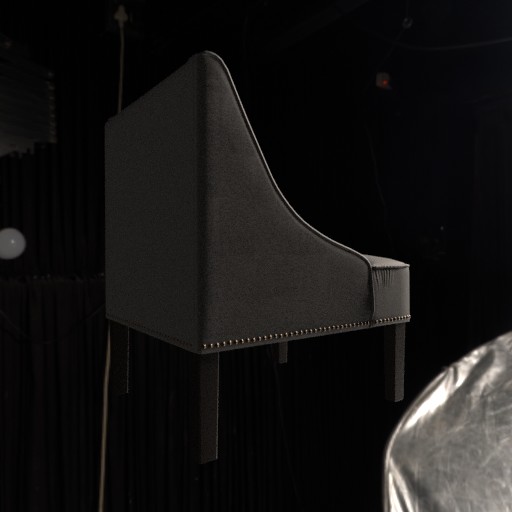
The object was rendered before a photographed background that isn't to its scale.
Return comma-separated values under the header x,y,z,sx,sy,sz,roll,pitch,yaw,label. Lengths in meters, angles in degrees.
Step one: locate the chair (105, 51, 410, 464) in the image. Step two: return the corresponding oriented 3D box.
x,y,z,sx,sy,sz,roll,pitch,yaw,label
0.000,0.000,1.371,0.747,0.867,0.631,-1,1,-36,chair
